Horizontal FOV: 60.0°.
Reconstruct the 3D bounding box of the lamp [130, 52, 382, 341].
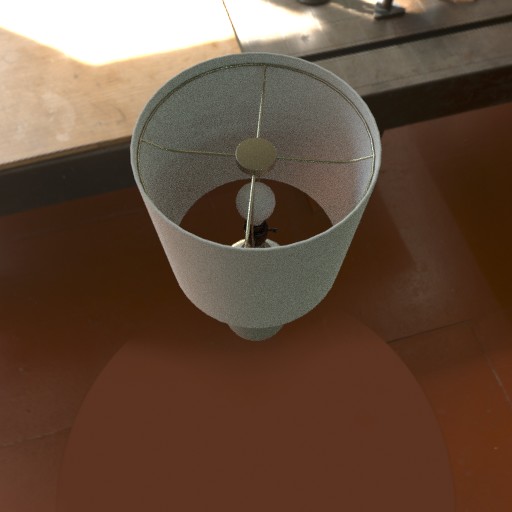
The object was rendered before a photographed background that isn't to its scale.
[{"bbox_3d":[0.000,0.000,0.605,0.220,0.475,0.220,17,65,8],"label":"lamp"}]
